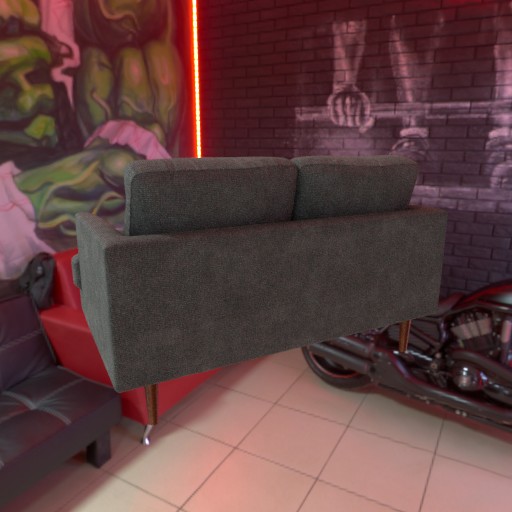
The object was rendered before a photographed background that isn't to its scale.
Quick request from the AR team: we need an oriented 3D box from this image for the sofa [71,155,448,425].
[{"bbox_3d":[0.000,0.000,2.135,1.582,0.956,0.903,-8,16,-27],"label":"sofa"}]
